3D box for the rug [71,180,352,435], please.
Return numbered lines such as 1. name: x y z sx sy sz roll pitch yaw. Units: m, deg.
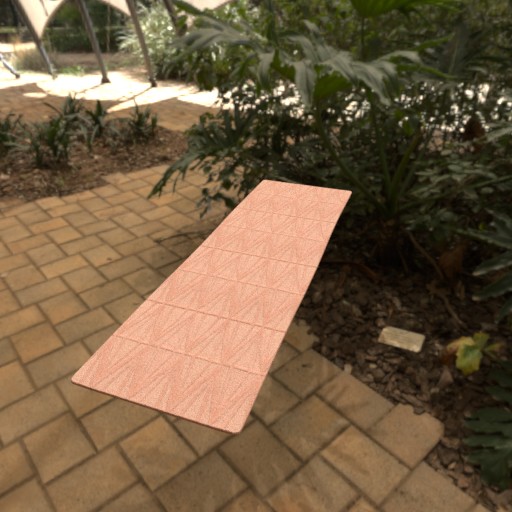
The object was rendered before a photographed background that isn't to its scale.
1. rug: 0.000 0.000 2.690 0.760 0.015 2.435 11 32 17
